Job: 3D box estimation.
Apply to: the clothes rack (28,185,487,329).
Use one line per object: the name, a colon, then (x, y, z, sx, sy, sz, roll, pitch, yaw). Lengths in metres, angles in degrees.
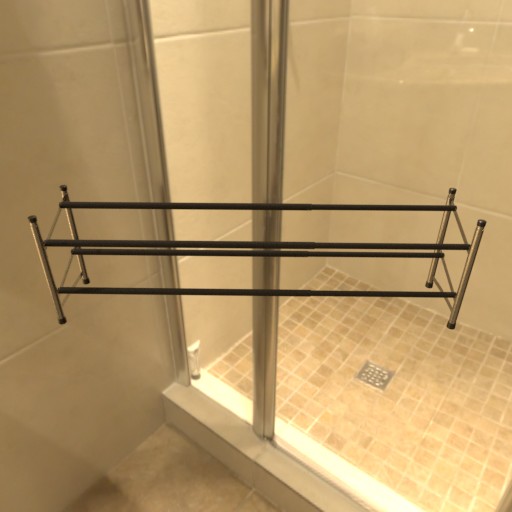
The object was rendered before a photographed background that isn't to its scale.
clothes rack: (0.000, 0.000, 1.304, 1.168, 0.349, 0.229, 1, 32, 1)
